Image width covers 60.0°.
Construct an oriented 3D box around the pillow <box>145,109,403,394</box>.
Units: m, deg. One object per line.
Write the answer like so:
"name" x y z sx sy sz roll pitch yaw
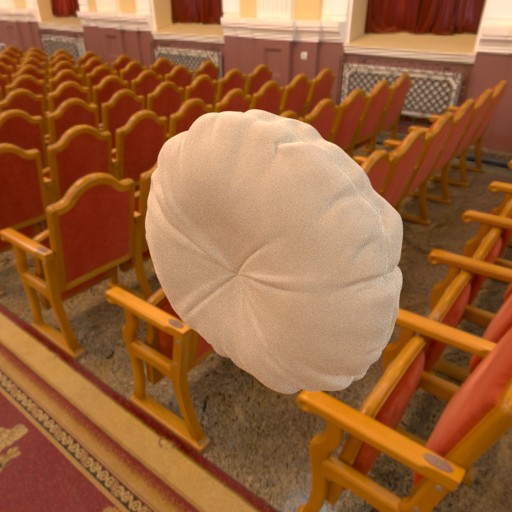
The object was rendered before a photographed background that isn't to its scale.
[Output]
"pillow" 0.000 0.000 0.642 0.428 0.407 0.148 22 37 33
